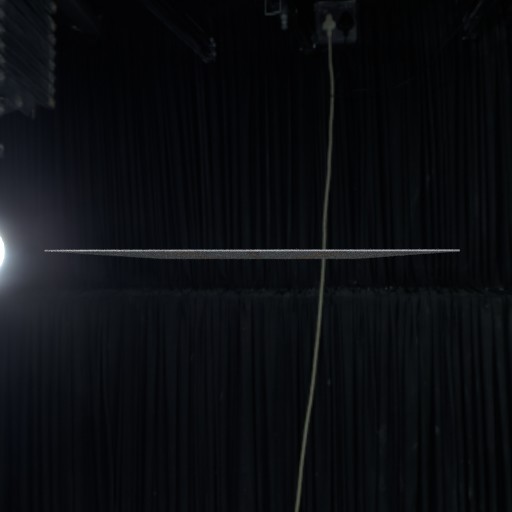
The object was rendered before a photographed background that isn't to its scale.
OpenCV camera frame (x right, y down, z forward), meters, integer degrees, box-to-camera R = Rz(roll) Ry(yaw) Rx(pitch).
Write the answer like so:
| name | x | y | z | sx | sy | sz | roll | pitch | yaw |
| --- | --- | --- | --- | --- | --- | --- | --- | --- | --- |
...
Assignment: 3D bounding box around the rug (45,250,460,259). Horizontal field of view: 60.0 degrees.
| name | x | y | z | sx | sy | sz | roll | pitch | yaw |
| --- | --- | --- | --- | --- | --- | --- | --- | --- | --- |
| rug | 0.000 | 0.000 | 4.099 | 2.425 | 0.008 | 3.035 | 0 | -1 | 1 |
